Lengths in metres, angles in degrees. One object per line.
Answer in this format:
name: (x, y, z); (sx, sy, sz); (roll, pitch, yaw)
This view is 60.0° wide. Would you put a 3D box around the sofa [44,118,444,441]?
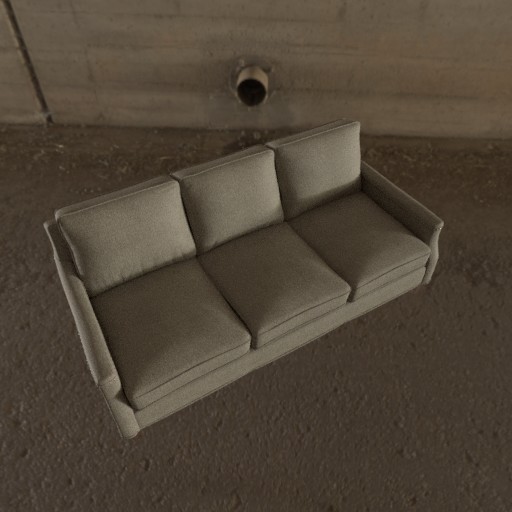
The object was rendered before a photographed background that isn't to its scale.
sofa: (0.000, 0.000, 2.795); (2.246, 1.003, 1.084); (-23, 50, -20)
